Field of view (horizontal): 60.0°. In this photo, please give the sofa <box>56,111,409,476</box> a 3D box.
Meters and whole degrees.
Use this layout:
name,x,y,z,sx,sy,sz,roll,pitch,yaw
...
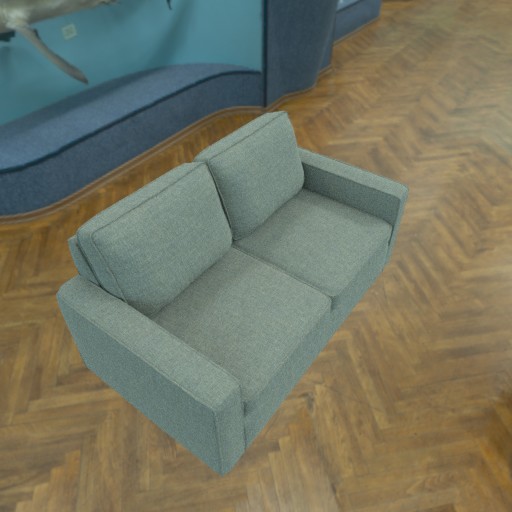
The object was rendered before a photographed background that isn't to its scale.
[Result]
name,x,y,z,sx,sy,sz,roll,pitch,yaw
sofa,0.000,0.000,2.279,0.945,0.915,1.706,27,49,26
